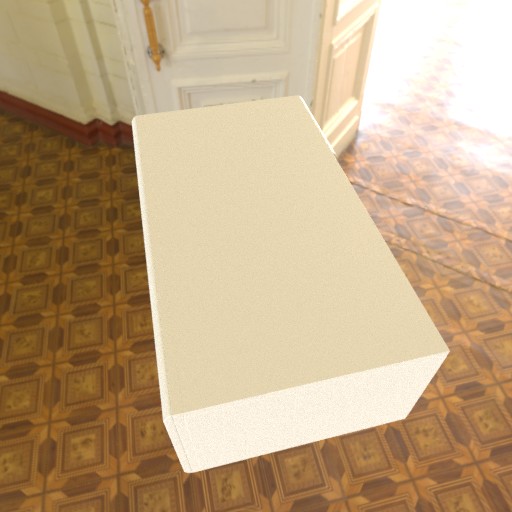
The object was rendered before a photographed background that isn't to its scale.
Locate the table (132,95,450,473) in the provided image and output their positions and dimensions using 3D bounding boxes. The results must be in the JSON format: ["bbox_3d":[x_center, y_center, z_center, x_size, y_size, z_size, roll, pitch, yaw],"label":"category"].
[{"bbox_3d":[0.000,0.000,1.419,0.639,0.442,1.097,-10,50,-9],"label":"table"}]
